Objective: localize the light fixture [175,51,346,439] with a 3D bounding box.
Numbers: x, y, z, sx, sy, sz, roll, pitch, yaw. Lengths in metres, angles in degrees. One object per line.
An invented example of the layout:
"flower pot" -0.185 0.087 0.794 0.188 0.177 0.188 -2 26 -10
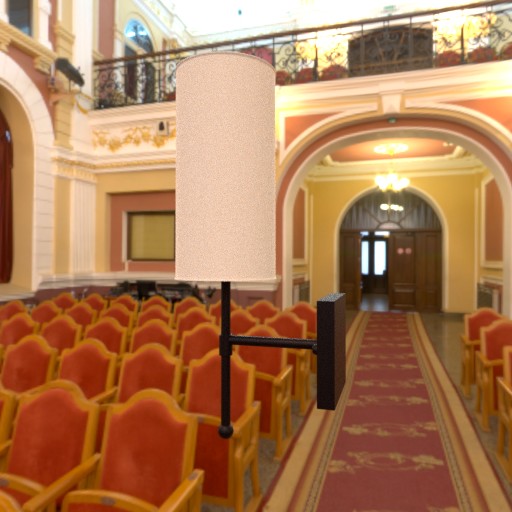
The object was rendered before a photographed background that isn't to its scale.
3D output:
"light fixture" 0.000 0.000 0.551 0.208 0.462 0.128 0 -1 17
